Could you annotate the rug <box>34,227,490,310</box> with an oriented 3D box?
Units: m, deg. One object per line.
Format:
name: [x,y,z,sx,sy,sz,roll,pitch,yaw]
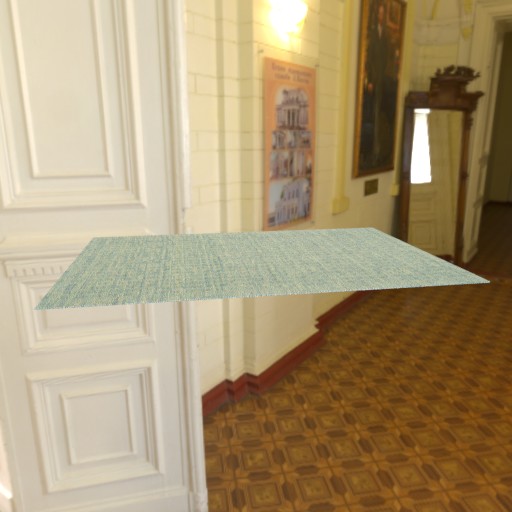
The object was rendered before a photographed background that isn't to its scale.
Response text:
rug: [0.000,0.000,2.219,1.752,0.006,1.142,-3,15,-10]
